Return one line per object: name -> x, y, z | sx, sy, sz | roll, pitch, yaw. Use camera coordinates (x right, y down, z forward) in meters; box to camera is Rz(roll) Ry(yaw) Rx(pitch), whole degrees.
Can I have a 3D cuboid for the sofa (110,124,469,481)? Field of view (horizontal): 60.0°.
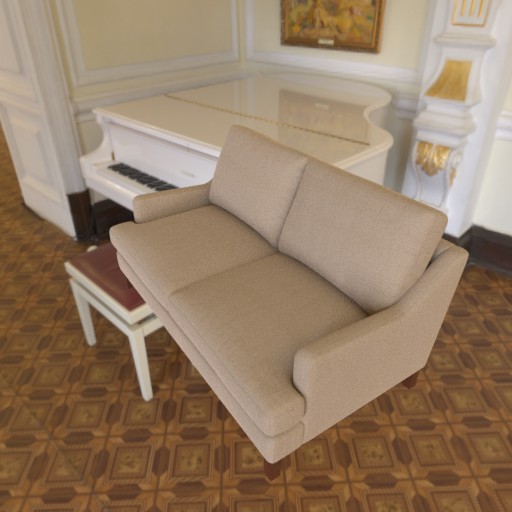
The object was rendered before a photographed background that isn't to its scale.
sofa -> 0.000, 0.000, 2.218 | 1.004, 0.910, 1.619 | -20, 37, -29
